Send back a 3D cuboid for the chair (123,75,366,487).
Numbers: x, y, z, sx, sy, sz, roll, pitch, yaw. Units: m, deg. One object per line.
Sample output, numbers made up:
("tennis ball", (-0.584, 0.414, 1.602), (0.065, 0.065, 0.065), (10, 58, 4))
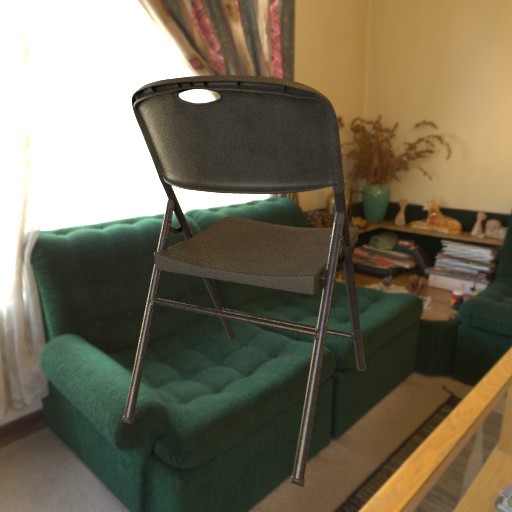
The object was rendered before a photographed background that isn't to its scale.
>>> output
("chair", (0.000, 0.000, 1.150), (0.494, 0.810, 0.566), (7, 16, 26))
